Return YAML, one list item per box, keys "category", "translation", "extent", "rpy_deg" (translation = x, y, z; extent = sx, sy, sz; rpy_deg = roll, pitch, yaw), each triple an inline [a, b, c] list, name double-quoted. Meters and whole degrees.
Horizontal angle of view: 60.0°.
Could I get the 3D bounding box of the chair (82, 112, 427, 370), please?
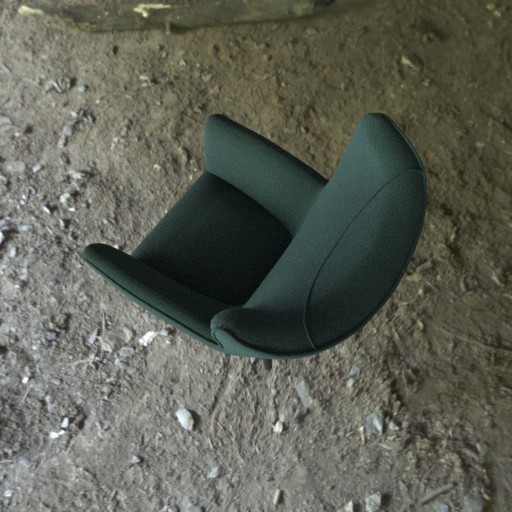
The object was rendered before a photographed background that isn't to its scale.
- category: "chair"
  translation: [0.000, 0.000, 1.565]
  extent: [0.888, 0.933, 0.781]
  rpy_deg: [31, 68, 14]
